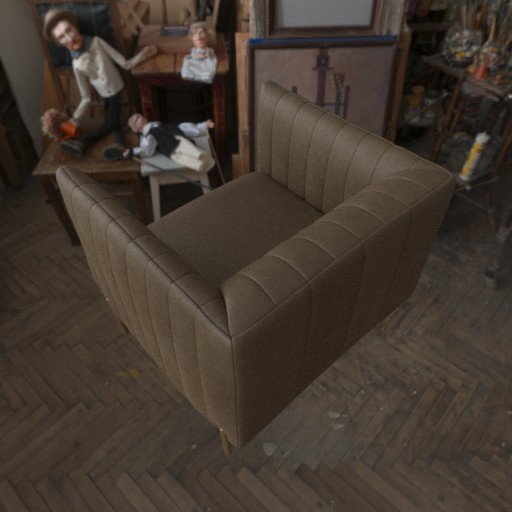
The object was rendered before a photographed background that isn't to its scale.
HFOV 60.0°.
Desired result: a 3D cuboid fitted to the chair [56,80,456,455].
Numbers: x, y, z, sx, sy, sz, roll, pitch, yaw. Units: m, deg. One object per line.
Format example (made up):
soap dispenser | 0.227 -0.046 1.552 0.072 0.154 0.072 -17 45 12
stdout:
chair | 0.000 0.000 1.625 0.981 0.779 0.876 -33 55 -27
